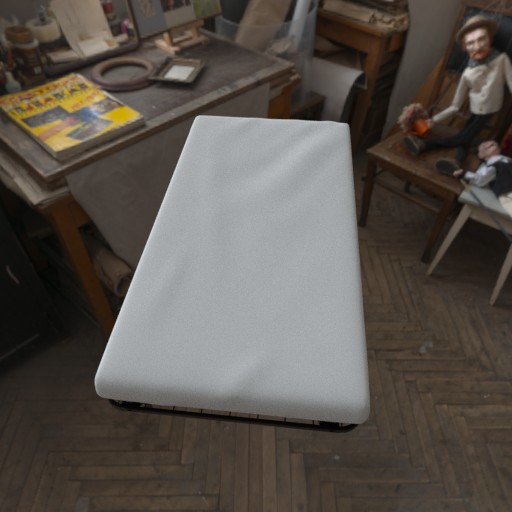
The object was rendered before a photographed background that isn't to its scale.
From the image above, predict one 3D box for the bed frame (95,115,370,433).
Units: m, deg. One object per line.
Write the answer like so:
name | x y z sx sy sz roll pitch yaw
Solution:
bed frame | 0.000 0.000 2.361 0.989 0.619 1.903 4 47 4
